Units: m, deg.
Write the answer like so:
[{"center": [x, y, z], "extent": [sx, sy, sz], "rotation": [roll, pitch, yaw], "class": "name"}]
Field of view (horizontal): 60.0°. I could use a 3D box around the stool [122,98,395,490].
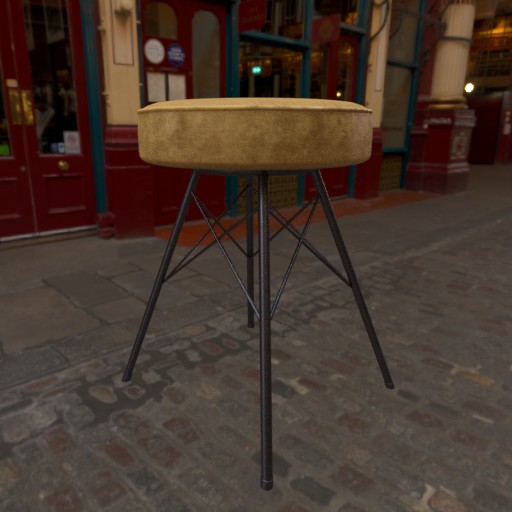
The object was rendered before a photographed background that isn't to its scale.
[{"center": [0.000, 0.000, 0.906], "extent": [0.438, 0.595, 0.472], "rotation": [-15, 22, -41], "class": "stool"}]
